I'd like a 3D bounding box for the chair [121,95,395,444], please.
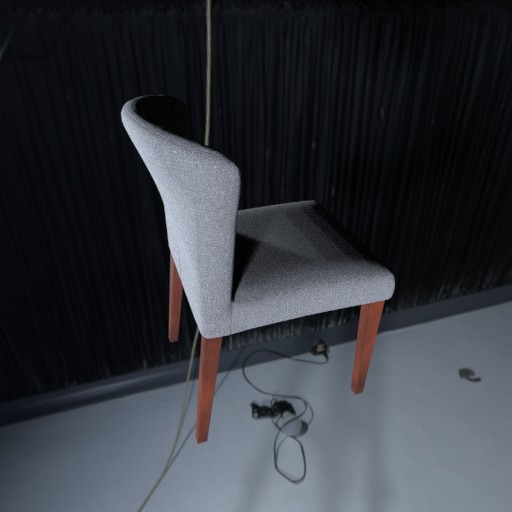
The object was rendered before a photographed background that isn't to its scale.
[{"bbox_3d":[0.000,0.000,1.216,0.589,0.839,0.491,-11,34,-16],"label":"chair"}]
